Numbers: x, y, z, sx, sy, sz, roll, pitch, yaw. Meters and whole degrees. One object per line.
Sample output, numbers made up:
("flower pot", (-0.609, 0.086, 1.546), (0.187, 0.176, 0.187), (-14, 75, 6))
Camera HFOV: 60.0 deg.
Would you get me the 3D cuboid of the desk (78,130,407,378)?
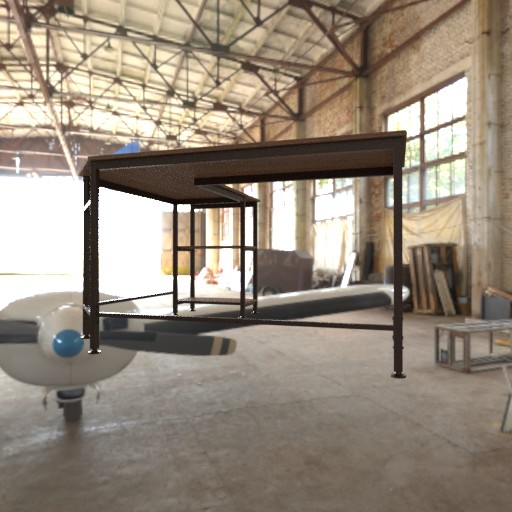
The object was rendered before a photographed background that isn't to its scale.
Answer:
("desk", (0.000, 0.000, 2.178), (1.379, 0.739, 1.379), (0, 0, 18))
